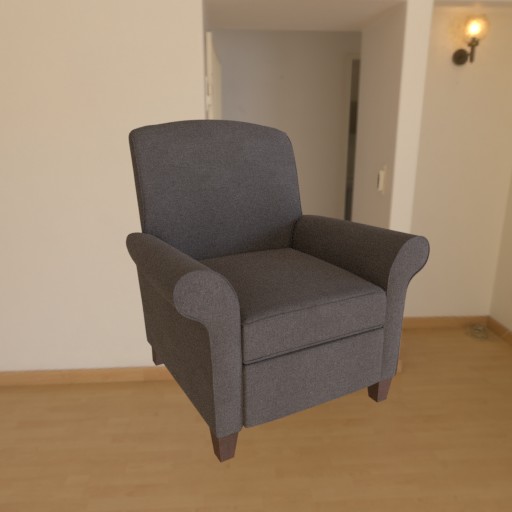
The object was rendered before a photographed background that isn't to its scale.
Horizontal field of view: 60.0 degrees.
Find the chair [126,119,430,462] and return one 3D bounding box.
[{"bbox_3d":[0.000,0.000,1.770,0.978,1.061,0.905,-8,18,-28],"label":"chair"}]
